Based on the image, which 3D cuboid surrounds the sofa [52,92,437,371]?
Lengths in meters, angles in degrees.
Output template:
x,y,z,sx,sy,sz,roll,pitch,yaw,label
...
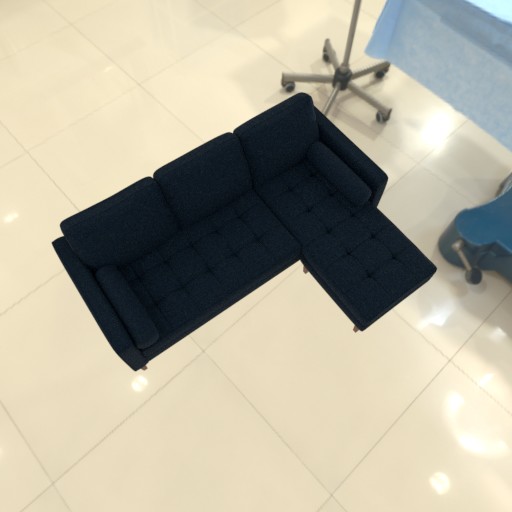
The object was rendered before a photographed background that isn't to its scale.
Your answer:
x,y,z,sx,sy,sz,roll,pitch,yaw,label
0.000,0.000,3.029,2.185,0.841,1.613,-33,68,-15,sofa
